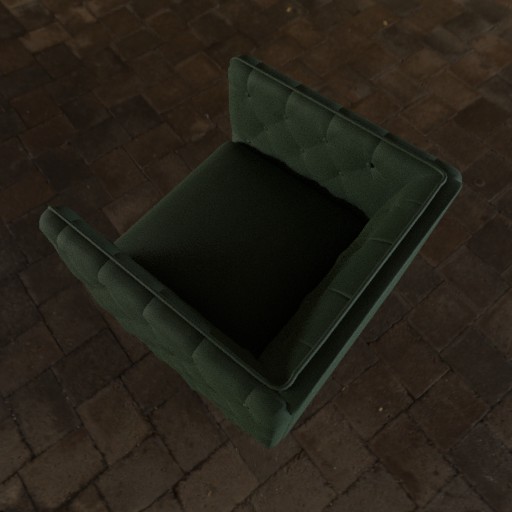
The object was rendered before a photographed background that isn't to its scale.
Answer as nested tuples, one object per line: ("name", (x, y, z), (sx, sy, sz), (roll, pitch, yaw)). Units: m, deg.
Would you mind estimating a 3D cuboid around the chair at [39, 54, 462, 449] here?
("chair", (0.000, 0.000, 1.530), (0.855, 0.768, 0.917), (36, 68, 17))
